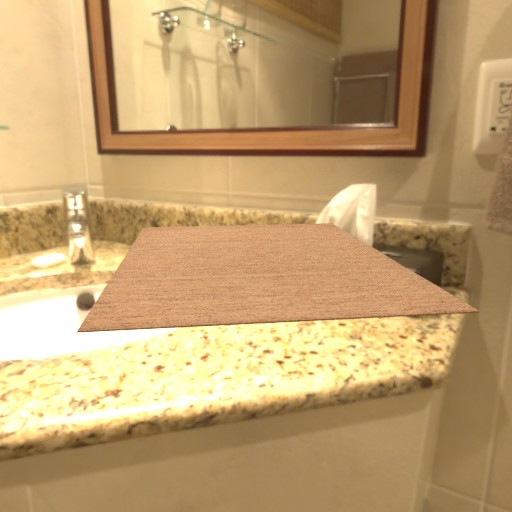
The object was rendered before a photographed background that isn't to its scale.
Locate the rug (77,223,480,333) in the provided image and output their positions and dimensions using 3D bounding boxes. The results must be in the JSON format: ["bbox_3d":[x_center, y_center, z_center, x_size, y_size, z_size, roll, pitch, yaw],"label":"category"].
[{"bbox_3d":[0.000,0.000,4.187,2.448,0.013,3.205,-2,14,-7],"label":"rug"}]
